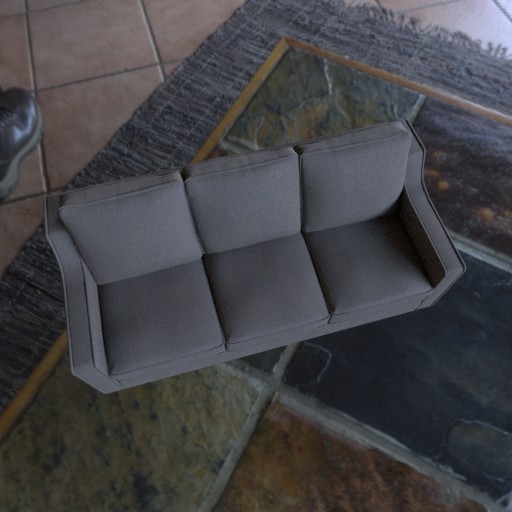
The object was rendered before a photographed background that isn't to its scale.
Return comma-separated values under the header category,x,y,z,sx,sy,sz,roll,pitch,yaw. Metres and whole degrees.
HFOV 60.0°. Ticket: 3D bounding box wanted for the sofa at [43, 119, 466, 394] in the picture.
category,x,y,z,sx,sy,sz,roll,pitch,yaw
sofa,0.000,0.000,2.459,1.986,0.974,0.911,-14,64,-7
